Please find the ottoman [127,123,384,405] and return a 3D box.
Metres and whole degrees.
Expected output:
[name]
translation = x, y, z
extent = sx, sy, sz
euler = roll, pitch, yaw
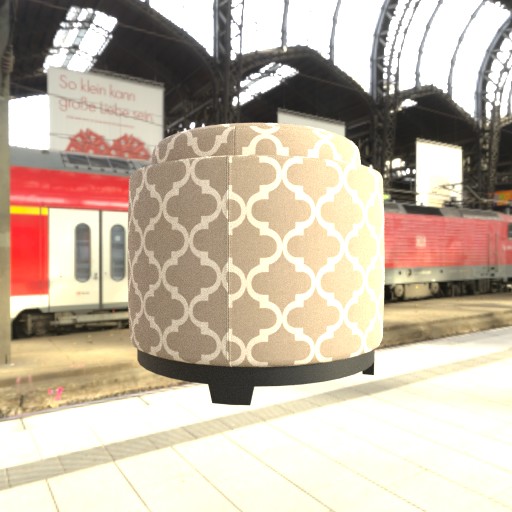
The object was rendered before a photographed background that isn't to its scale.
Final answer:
[ottoman]
translation = 0.000, 0.000, 0.862
extent = 0.480, 0.429, 0.480
euler = 0, 1, 0
